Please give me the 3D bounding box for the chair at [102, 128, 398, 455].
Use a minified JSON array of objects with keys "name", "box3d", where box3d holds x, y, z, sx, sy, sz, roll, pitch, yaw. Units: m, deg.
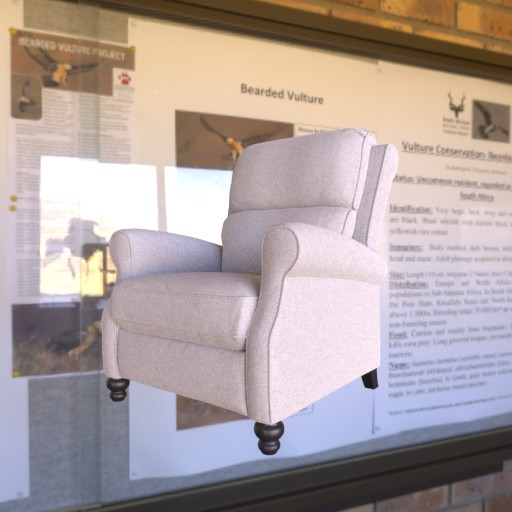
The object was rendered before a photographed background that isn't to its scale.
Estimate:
[{"name":"chair","box3d":[0.000,0.000,1.710,0.859,1.046,0.919,1,2,37]}]
